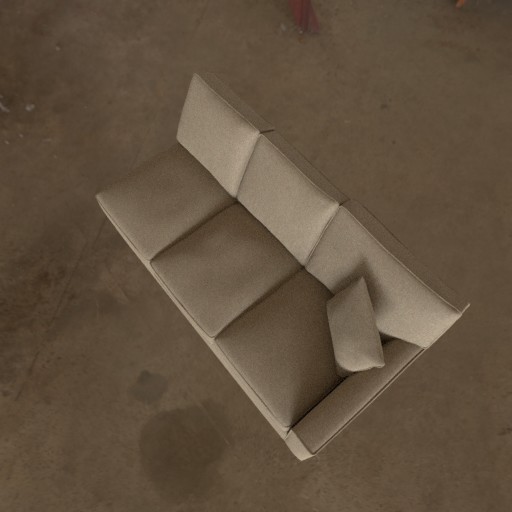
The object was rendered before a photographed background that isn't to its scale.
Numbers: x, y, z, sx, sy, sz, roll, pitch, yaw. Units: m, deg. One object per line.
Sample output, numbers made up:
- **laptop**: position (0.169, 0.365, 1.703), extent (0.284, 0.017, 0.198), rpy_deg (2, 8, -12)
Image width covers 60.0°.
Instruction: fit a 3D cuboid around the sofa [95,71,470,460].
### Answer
- **sofa**: position (0.000, 0.000, 2.547), extent (1.034, 0.946, 1.963), rpy_deg (-36, 69, -17)
